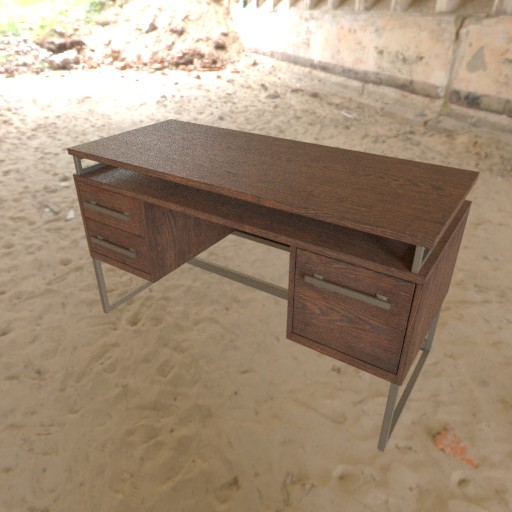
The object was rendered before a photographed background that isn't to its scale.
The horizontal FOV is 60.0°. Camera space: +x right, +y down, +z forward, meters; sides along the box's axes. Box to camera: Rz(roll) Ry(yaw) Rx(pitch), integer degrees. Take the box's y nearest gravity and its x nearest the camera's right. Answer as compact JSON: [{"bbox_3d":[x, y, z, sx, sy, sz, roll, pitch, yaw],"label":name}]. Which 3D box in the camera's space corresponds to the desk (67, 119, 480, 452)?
[{"bbox_3d":[0.000,0.000,1.783,1.384,0.792,0.610,18,35,28],"label":"desk"}]
